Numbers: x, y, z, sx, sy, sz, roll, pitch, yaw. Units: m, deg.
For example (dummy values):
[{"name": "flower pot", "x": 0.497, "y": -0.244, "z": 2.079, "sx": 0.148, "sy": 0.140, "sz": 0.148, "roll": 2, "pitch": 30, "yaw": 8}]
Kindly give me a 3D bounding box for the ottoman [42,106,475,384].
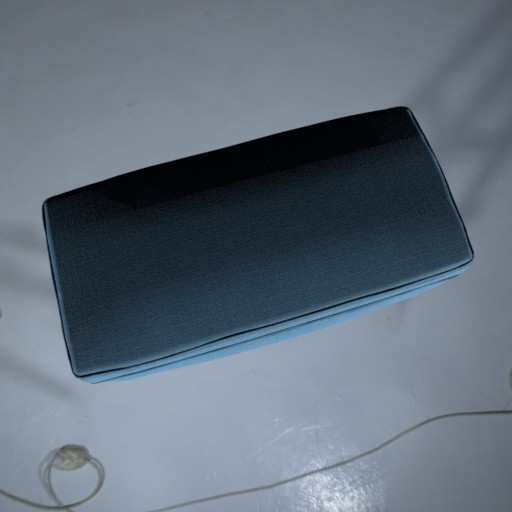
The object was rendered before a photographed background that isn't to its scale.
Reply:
[{"name": "ottoman", "x": 0.000, "y": 0.000, "z": 1.223, "sx": 0.943, "sy": 0.474, "sz": 0.474, "roll": -16, "pitch": 76, "yaw": -4}]
